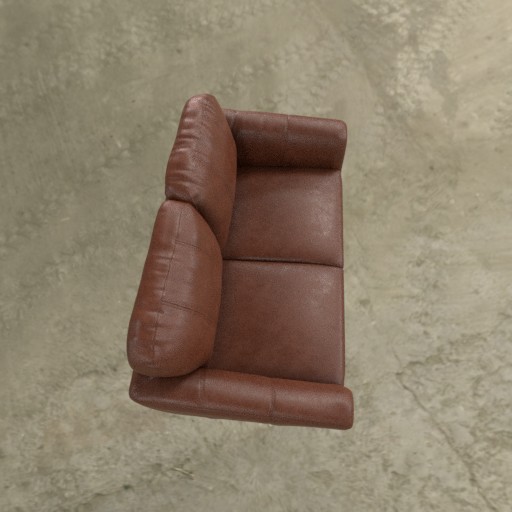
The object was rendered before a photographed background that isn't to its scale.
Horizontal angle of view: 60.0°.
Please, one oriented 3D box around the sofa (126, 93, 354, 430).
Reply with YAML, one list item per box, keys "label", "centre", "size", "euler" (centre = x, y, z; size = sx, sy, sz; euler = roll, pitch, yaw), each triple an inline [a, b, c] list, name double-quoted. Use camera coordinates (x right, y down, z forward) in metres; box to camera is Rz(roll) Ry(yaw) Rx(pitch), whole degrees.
- label: "sofa"
  centre: [0.000, 0.000, 1.964]
  size: [0.805, 0.906, 1.406]
  euler: [4, 64, 2]
